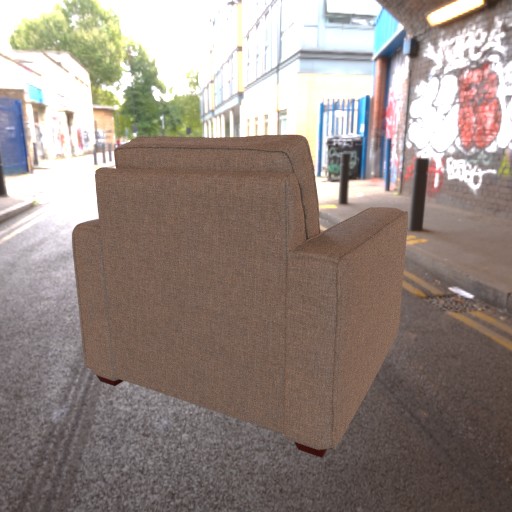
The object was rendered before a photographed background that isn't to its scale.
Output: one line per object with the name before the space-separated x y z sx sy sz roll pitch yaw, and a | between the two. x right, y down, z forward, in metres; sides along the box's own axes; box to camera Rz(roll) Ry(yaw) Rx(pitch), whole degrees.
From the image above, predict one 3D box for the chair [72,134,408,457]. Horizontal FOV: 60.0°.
chair | 0.000 0.000 1.746 1.016 0.914 0.940 8 16 27
